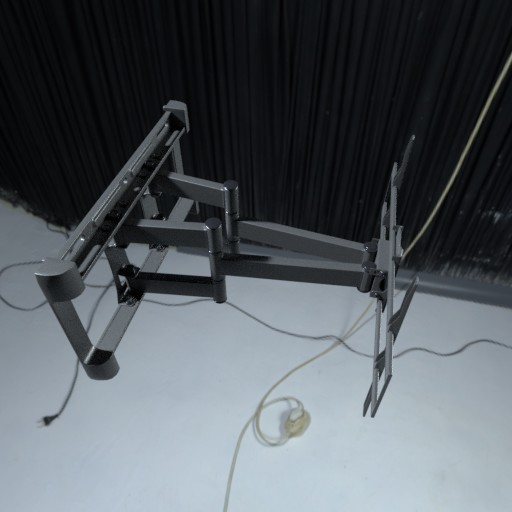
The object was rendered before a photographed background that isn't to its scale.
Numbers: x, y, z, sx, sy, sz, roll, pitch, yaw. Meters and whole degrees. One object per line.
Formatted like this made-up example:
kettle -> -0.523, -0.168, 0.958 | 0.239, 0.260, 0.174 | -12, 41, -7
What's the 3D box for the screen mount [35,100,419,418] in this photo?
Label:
screen mount -> 0.000, 0.000, 1.085 | 0.644, 0.491, 0.661 | 10, 46, 9
